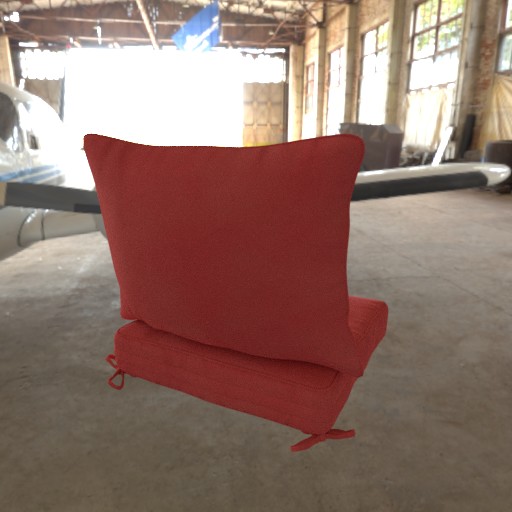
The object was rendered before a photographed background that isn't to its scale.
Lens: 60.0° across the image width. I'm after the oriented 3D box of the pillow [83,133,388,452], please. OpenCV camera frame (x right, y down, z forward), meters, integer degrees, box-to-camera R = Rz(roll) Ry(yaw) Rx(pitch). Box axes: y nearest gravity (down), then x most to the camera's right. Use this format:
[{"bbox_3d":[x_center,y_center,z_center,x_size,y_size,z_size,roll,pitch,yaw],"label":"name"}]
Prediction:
[{"bbox_3d":[0.000,0.000,1.353,0.798,0.725,0.733,8,17,27],"label":"pillow"}]
